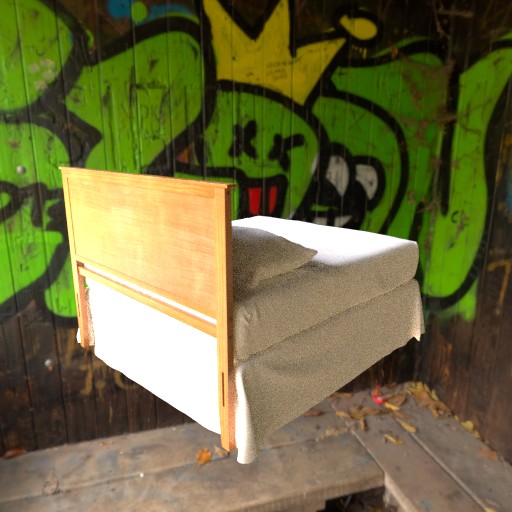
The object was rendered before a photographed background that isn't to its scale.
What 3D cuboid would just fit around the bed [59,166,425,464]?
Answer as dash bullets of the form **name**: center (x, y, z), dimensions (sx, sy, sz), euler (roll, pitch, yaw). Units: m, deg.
- **bed**: center (0.000, 0.000, 3.177), dimensions (1.870, 1.273, 2.035), euler (14, 21, 43)
